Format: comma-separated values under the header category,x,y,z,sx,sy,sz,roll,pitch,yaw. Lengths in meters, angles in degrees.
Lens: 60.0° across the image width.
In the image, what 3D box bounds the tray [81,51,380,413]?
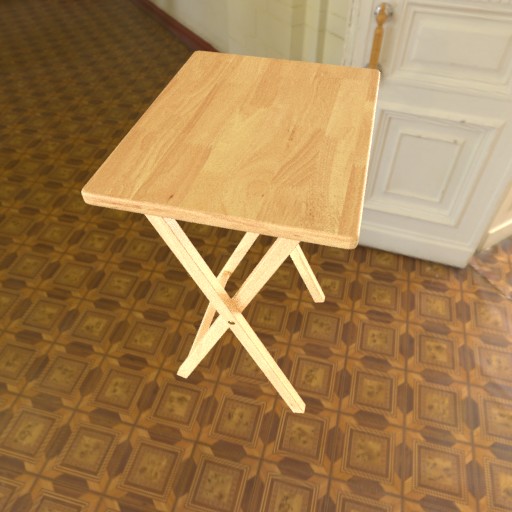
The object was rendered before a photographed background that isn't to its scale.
category,x,y,z,sx,sy,sz,roll,pitch,yaw
tray,0.000,0.000,0.974,0.381,0.660,0.483,10,48,9
